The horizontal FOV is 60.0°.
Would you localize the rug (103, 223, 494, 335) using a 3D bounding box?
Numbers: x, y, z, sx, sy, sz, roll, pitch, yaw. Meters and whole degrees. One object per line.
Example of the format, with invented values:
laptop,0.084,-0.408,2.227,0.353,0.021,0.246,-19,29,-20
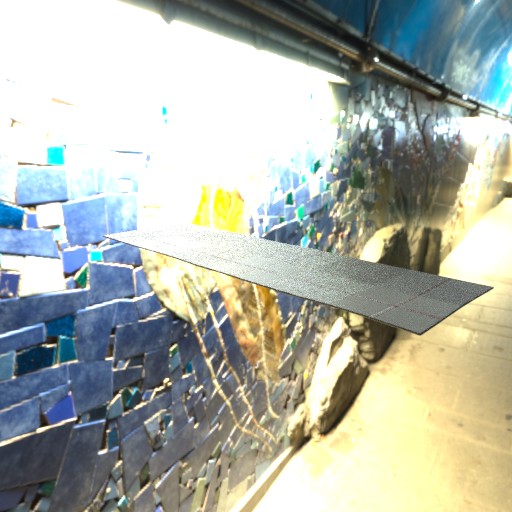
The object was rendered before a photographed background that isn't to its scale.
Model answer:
rug,0.000,0.000,2.681,0.762,0.013,2.439,-14,20,-43
